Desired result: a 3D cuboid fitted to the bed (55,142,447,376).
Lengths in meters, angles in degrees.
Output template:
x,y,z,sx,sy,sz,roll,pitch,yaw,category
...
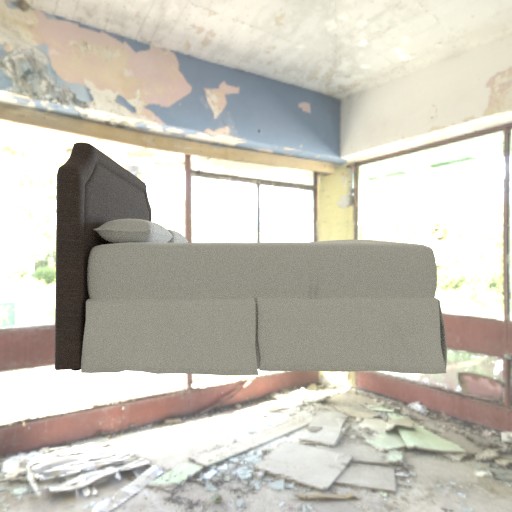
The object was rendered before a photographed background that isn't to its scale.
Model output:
x,y,z,sx,sy,sz,roll,pitch,yaw,category
0.000,0.000,3.153,2.116,1.290,1.693,0,-1,0,bed
